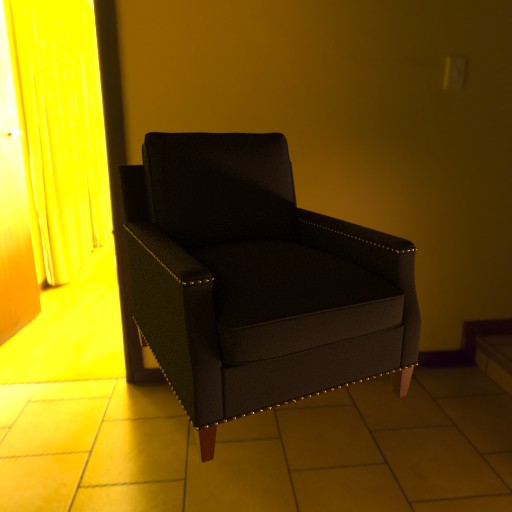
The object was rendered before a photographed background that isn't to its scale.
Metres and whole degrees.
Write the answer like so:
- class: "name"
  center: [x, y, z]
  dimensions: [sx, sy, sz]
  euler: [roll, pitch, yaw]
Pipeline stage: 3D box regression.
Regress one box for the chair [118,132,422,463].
- class: "chair"
  center: [0.000, 0.000, 1.747]
  dimensions: [0.853, 0.943, 1.014]
  euler: [-7, 17, -25]
